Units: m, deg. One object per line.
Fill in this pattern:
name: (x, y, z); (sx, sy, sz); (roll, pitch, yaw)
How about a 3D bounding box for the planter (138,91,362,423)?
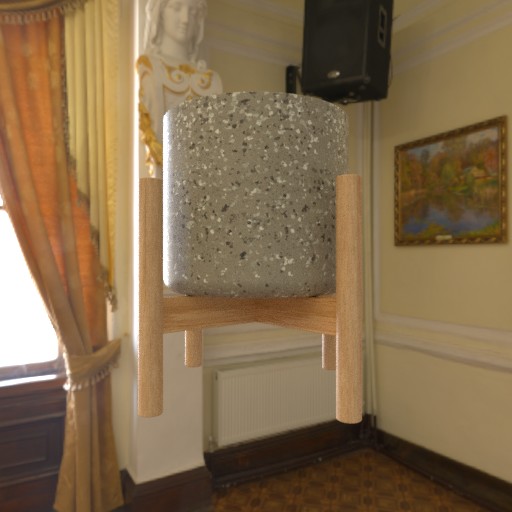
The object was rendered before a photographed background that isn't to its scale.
planter: (0.000, 0.000, 0.542); (0.284, 0.320, 0.284); (0, 0, -18)
